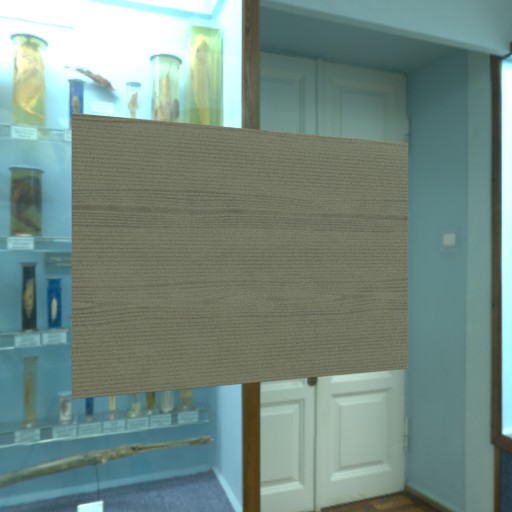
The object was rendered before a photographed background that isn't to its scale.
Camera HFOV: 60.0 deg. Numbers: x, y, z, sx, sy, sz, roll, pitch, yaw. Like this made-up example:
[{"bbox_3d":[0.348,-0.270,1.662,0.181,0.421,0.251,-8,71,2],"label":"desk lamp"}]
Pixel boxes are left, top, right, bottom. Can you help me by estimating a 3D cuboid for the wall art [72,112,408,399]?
[{"bbox_3d":[0.000,0.000,1.098,0.841,0.609,0.063,0,0,-18],"label":"wall art"}]
